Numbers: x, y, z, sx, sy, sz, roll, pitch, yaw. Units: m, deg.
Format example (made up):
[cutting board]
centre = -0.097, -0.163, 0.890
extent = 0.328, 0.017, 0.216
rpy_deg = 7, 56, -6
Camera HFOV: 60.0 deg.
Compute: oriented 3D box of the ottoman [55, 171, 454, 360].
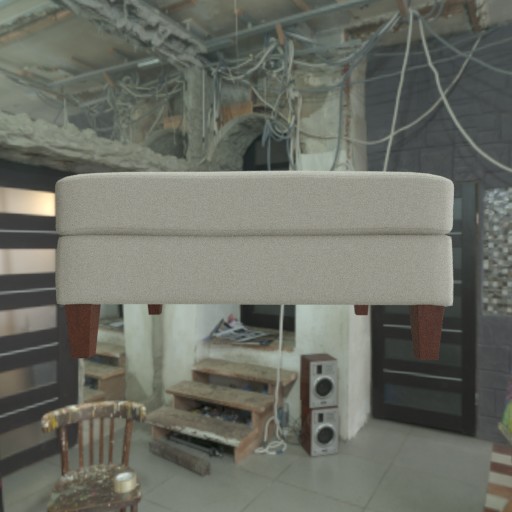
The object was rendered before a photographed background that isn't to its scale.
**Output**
[ottoman]
centre = 0.000, 0.000, 1.461
extent = 0.976, 0.492, 0.836
rpy_deg = 0, 1, 1
